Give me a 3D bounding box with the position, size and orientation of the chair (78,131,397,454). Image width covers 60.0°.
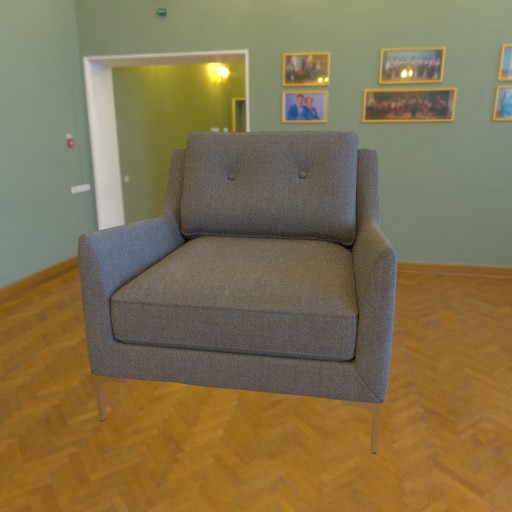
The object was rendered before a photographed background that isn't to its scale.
[{"bbox_3d":[0.000,0.000,1.513,0.847,0.828,0.849,3,15,10],"label":"chair"}]
